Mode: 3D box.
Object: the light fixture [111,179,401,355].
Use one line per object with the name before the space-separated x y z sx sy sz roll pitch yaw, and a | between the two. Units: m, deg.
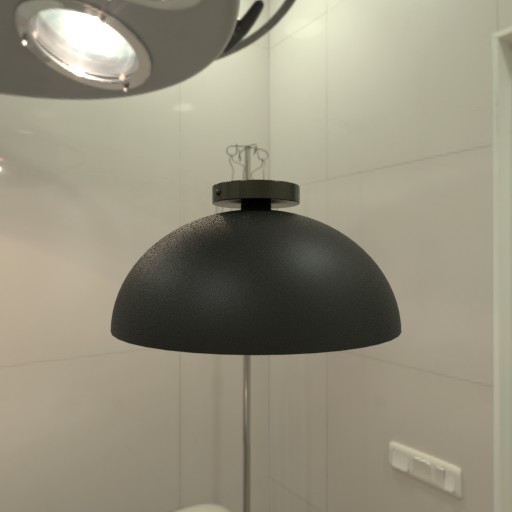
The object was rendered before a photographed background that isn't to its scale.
light fixture | 0.000 0.000 0.569 0.355 0.177 0.355 0 0 0
